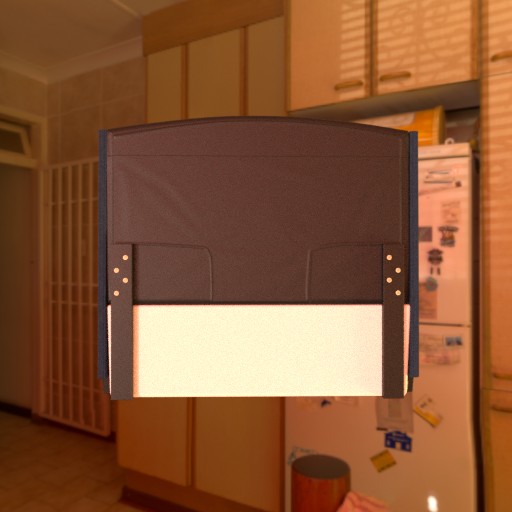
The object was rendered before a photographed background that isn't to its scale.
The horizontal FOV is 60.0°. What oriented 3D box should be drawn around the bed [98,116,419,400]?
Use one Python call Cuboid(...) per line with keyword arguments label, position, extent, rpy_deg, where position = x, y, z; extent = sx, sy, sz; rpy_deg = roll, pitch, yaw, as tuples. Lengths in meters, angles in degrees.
Cuboid(label="bed", position=(0.000, 0.000, 3.269), extent=(1.604, 1.402, 2.223), rpy_deg=(0, 0, -1))
